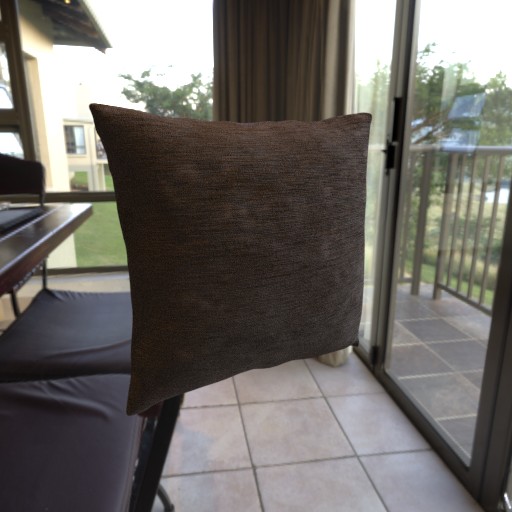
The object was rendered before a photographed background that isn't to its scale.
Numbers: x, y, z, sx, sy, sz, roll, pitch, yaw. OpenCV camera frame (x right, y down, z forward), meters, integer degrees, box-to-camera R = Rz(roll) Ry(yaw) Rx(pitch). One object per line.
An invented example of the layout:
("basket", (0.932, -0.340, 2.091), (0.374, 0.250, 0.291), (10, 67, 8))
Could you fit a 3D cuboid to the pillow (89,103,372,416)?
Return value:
("pillow", (0.000, 0.000, 0.689), (0.452, 0.439, 0.204), (-8, 17, -27))
